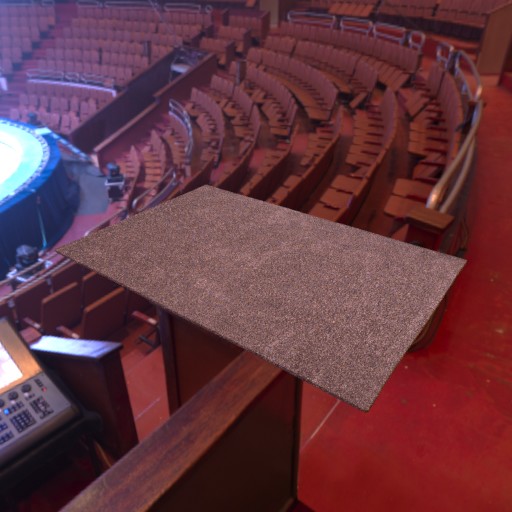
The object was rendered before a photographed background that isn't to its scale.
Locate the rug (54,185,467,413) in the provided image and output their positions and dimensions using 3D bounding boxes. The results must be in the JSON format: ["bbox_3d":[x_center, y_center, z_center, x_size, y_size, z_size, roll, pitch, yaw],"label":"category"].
[{"bbox_3d":[0.000,0.000,3.476,2.699,0.026,1.802,20,36,31],"label":"rug"}]
